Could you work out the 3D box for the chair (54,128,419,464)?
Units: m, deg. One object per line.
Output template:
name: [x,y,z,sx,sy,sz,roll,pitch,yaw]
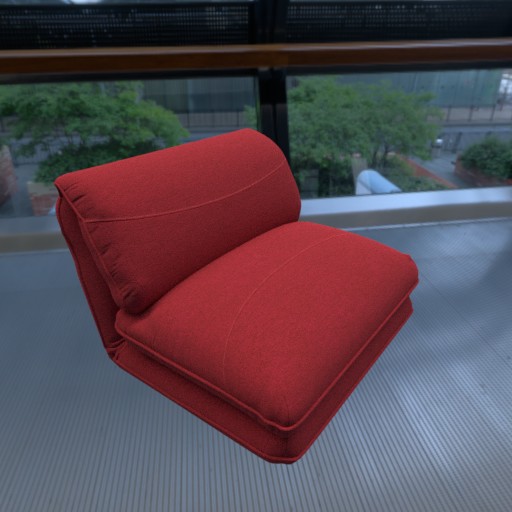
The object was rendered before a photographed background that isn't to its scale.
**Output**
chair: [0.000,0.000,1.321,0.780,0.580,0.820,19,32,32]
